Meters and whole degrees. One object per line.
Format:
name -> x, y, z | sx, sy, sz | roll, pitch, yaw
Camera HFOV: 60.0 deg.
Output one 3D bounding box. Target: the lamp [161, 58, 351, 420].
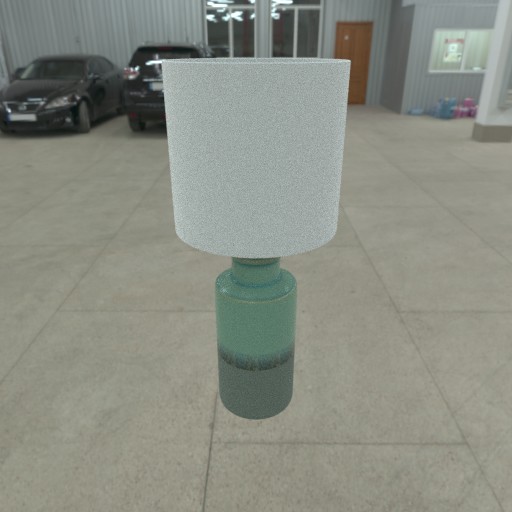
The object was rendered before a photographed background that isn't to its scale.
lamp -> 0.000, 0.000, 0.609 | 0.212, 0.493, 0.212 | -17, 30, -31
